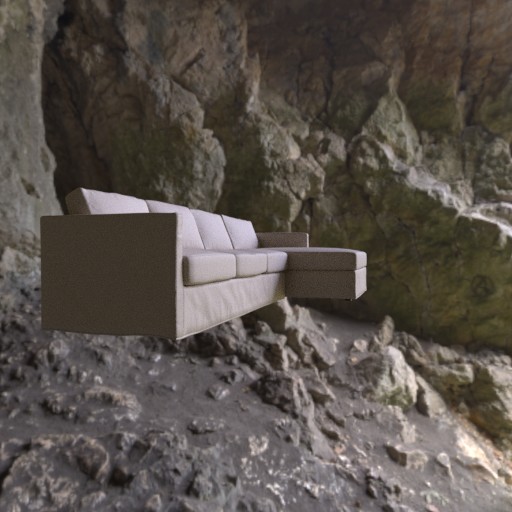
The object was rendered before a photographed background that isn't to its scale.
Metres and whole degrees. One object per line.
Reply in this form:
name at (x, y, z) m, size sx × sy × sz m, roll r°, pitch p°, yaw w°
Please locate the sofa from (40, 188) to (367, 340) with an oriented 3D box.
sofa at (0.000, 0.000, 3.868) m, size 1.622 × 0.871 × 3.206 m, roll 0°, pitch 1°, yaw 19°
